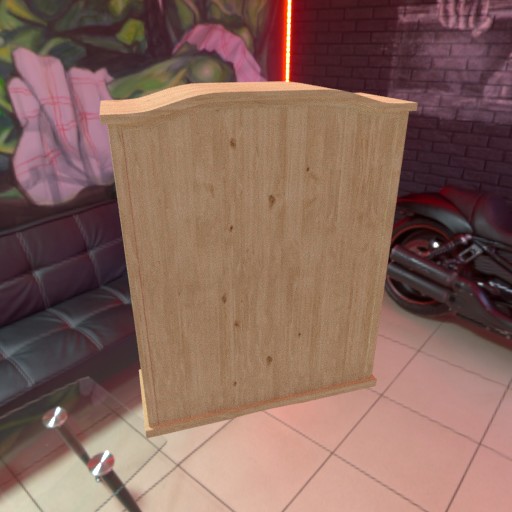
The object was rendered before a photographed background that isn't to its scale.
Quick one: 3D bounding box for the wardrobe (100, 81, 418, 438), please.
[{"bbox_3d":[0.000,0.000,2.605,1.500,1.870,0.570,-7,26,-15],"label":"wardrobe"}]
